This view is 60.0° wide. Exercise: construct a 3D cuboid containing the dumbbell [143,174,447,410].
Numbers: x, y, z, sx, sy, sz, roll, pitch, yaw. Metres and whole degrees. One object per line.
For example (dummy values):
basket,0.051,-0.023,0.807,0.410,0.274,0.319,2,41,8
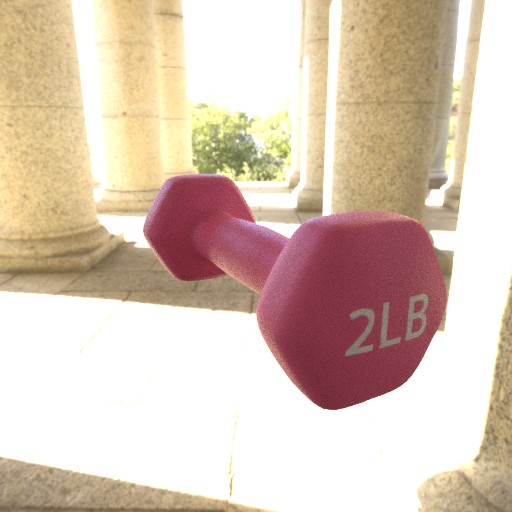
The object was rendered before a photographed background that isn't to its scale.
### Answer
dumbbell,0.000,0.000,0.174,0.058,0.053,0.146,-8,18,-26
